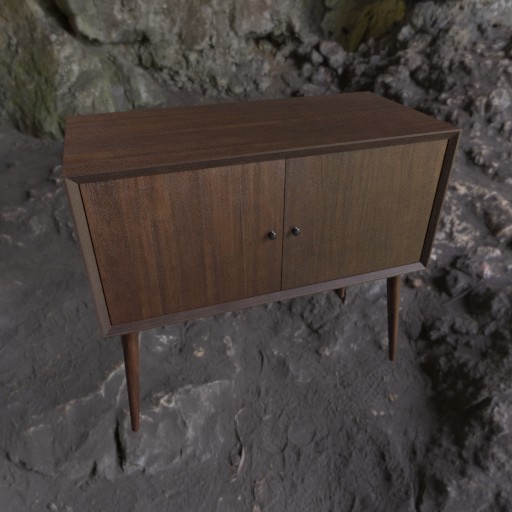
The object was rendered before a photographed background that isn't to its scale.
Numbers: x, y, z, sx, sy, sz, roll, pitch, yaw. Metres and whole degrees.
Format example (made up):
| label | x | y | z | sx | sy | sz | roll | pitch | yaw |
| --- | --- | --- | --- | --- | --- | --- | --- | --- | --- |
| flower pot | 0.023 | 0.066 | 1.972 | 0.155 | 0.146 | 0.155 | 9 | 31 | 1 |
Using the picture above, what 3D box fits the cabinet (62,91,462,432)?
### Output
| label | x | y | z | sx | sy | sz | roll | pitch | yaw |
| --- | --- | --- | --- | --- | --- | --- | --- | --- | --- |
| cabinet | 0.000 | 0.000 | 1.091 | 0.743 | 0.654 | 0.354 | -10 | 34 | -16 |
